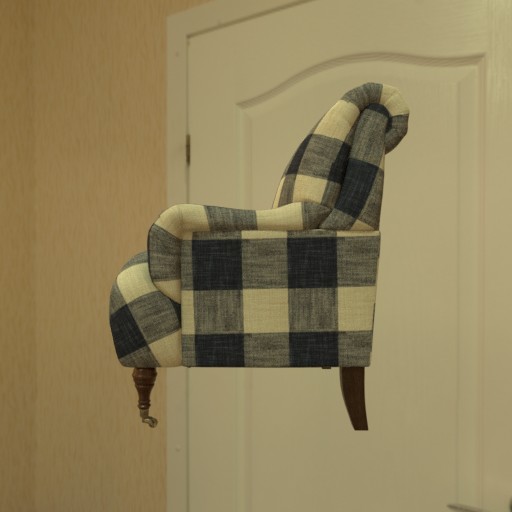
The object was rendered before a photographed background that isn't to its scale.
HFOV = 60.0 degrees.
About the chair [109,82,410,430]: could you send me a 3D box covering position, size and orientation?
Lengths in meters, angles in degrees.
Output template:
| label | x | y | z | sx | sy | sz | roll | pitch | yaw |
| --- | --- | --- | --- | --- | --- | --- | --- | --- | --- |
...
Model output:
| label | x | y | z | sx | sy | sz | roll | pitch | yaw |
| --- | --- | --- | --- | --- | --- | --- | --- | --- | --- |
| chair | 0.000 | 0.000 | 1.555 | 0.848 | 0.953 | 0.781 | 0 | 1 | 1 |
